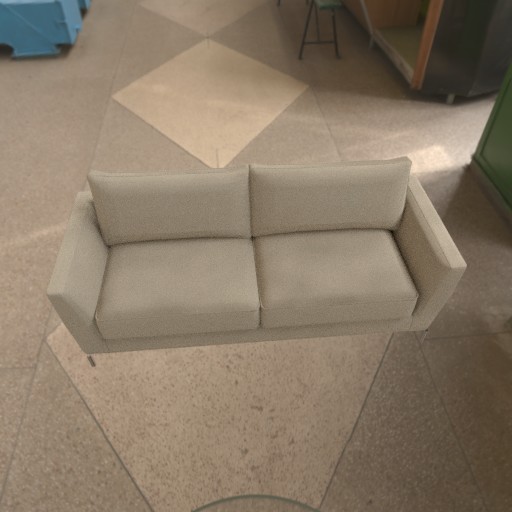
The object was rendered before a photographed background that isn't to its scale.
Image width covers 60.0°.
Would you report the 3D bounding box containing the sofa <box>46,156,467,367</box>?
[{"bbox_3d":[0.000,0.000,2.755,2.214,1.005,0.868,-4,46,-3],"label":"sofa"}]
